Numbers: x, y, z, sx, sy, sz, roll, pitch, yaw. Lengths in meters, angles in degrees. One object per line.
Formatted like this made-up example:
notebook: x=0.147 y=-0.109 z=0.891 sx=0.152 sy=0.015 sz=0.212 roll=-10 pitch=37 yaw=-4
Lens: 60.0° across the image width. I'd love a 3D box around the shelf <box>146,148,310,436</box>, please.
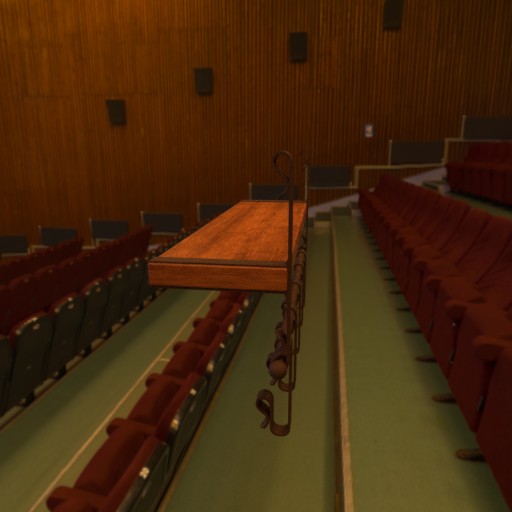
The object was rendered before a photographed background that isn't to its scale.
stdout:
shelf: x=0.000 y=0.000 z=0.705 sx=0.146 sy=0.330 sz=0.567 roll=2 pitch=14 yaw=8
